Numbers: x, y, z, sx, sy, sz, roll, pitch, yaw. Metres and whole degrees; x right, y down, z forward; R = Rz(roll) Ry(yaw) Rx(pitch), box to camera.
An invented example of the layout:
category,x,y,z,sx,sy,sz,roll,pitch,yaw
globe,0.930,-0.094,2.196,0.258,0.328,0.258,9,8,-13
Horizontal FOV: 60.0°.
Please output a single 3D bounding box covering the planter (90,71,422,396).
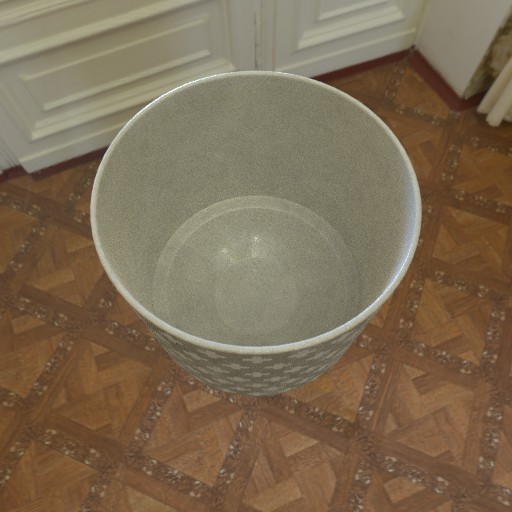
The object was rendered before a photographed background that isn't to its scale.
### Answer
category,x,y,z,sx,sy,sz,roll,pitch,yaw
planter,0.000,0.000,0.338,0.190,0.181,0.190,0,65,0
